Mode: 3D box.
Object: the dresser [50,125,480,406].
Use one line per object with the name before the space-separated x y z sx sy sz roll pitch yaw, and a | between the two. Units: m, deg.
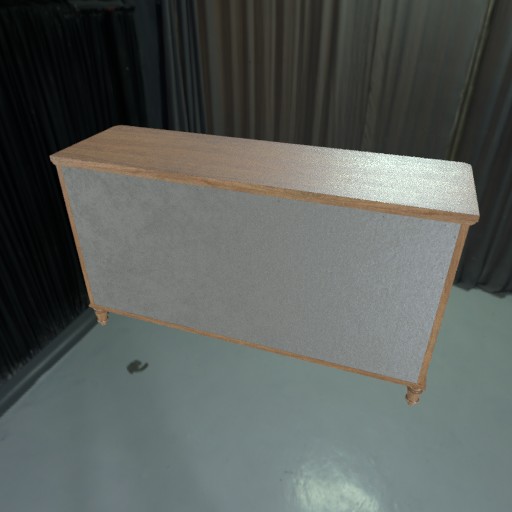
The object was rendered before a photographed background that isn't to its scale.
dresser | 0.000 0.000 1.971 1.583 0.892 0.468 11 34 16
